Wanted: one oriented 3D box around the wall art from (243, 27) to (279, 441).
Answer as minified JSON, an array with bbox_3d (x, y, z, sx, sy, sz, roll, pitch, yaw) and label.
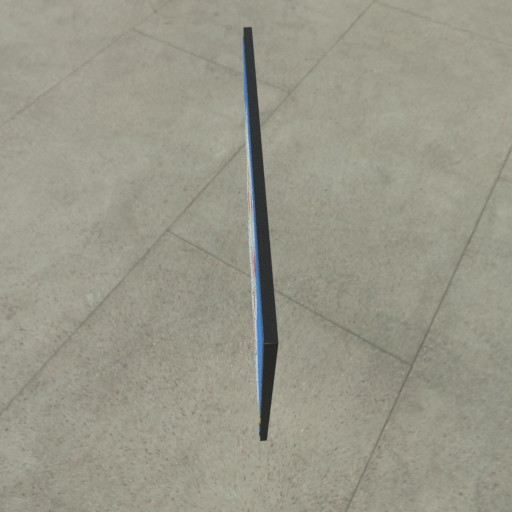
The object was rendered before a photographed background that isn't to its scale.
[{"bbox_3d":[0.000,0.000,0.683,0.013,0.457,0.458,-3,58,-2],"label":"wall art"}]
